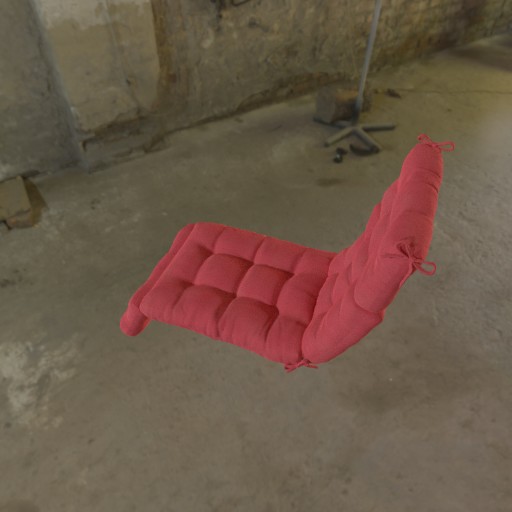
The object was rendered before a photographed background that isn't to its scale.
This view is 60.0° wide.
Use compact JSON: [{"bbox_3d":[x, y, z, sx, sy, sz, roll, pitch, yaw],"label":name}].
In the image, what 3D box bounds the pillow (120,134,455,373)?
[{"bbox_3d":[0.000,0.000,1.515,1.016,0.863,0.526,16,49,14],"label":"pillow"}]
